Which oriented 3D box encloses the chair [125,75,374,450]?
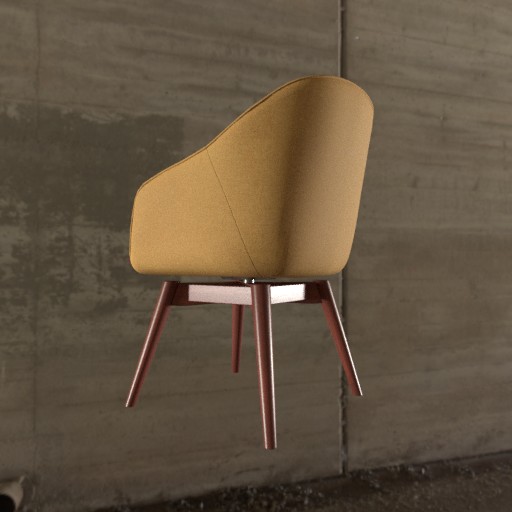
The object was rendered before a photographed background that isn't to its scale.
[{"bbox_3d":[0.000,0.000,1.259,0.635,0.823,0.596,-1,-1,36],"label":"chair"}]
